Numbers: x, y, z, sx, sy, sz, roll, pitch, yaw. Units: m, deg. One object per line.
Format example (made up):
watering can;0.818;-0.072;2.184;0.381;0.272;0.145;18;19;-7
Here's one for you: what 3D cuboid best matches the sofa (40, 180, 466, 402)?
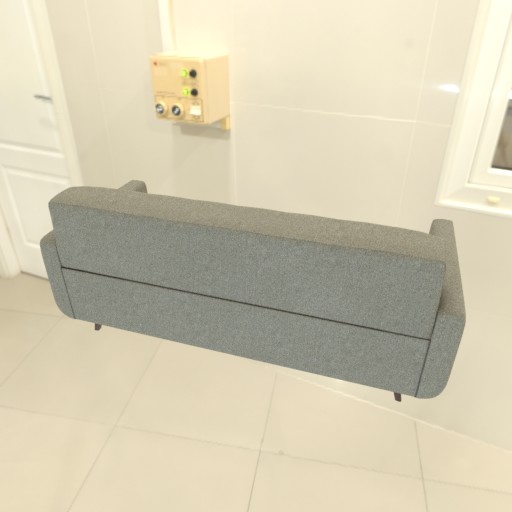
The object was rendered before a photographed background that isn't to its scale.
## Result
sofa;0.000;0.000;2.481;2.055;0.873;0.968;9;32;15
